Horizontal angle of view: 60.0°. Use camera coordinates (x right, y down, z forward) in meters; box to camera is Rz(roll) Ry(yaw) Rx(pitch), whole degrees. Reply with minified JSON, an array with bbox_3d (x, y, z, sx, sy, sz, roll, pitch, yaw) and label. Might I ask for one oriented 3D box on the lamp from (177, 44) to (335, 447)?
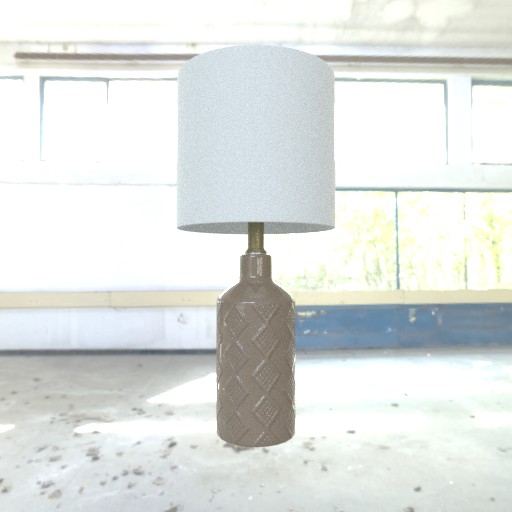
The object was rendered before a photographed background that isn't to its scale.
[{"bbox_3d":[0.000,0.000,0.585,0.207,0.461,0.207,0,-1,-1],"label":"lamp"}]
